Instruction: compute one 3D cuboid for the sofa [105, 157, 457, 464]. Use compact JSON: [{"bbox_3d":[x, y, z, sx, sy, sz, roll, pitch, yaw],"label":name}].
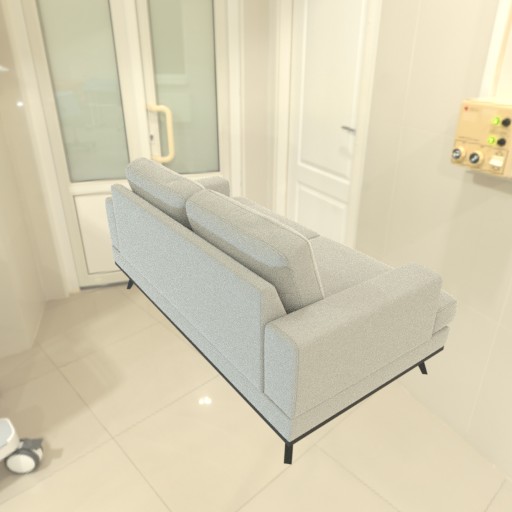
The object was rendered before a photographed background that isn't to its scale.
[{"bbox_3d":[0.000,0.000,2.184,0.920,0.810,1.650,-18,32,-32],"label":"sofa"}]
